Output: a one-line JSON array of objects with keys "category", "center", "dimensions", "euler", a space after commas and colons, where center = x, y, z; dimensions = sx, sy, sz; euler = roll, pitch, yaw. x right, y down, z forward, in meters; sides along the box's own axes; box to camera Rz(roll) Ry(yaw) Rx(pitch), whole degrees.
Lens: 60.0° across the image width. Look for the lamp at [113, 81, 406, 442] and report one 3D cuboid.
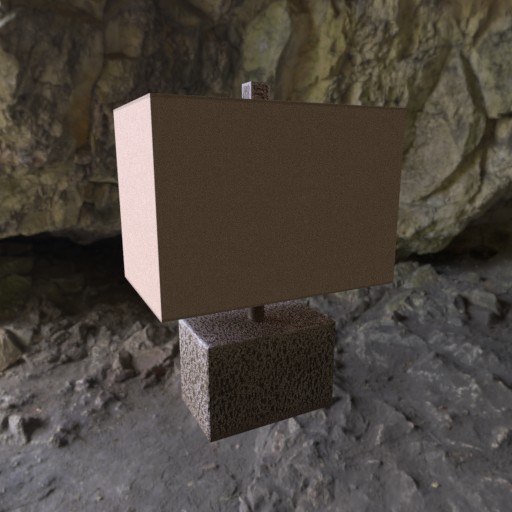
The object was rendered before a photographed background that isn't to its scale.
[{"category": "lamp", "center": [0.000, 0.000, 0.561], "dimensions": [0.294, 0.411, 0.180], "euler": [-7, 15, -26]}]
